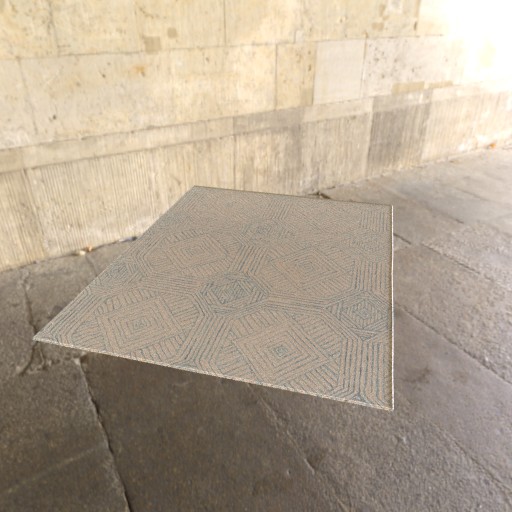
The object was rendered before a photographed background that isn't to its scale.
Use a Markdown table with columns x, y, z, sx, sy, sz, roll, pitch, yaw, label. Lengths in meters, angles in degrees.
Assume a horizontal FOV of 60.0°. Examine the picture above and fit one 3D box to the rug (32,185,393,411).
| x | y | z | sx | sy | sz | roll | pitch | yaw | label |
| --- | --- | --- | --- | --- | --- | --- | --- | --- | --- |
| 0.000 | 0.000 | 4.113 | 2.457 | 0.015 | 3.049 | 8 | 31 | 13 | rug |
